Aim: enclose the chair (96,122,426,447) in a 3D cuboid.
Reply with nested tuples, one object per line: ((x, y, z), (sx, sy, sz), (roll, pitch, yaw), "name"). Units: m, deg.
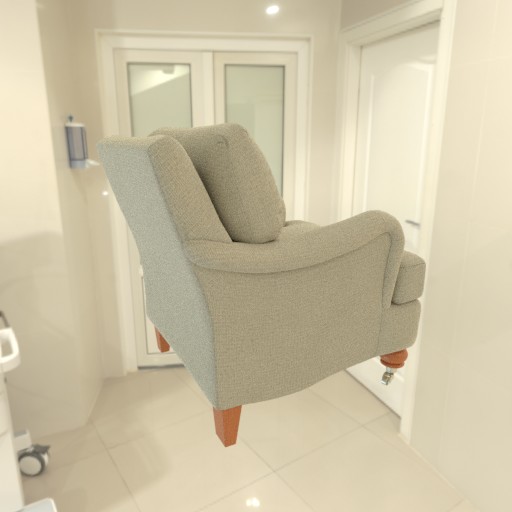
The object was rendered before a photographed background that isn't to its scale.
((0.000, 0.000, 1.842), (1.070, 1.038, 0.955), (-8, 17, -27), "chair")
